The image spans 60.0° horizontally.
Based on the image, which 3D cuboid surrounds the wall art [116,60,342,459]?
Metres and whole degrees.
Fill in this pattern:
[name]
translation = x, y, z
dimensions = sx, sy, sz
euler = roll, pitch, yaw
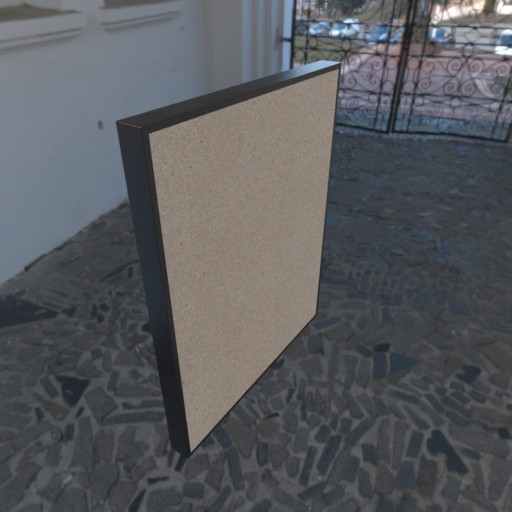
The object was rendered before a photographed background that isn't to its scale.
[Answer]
[wall art]
translation = 0.000, 0.000, 0.748
dimensions = 0.038, 0.551, 0.448
euler = 21, 38, 29
